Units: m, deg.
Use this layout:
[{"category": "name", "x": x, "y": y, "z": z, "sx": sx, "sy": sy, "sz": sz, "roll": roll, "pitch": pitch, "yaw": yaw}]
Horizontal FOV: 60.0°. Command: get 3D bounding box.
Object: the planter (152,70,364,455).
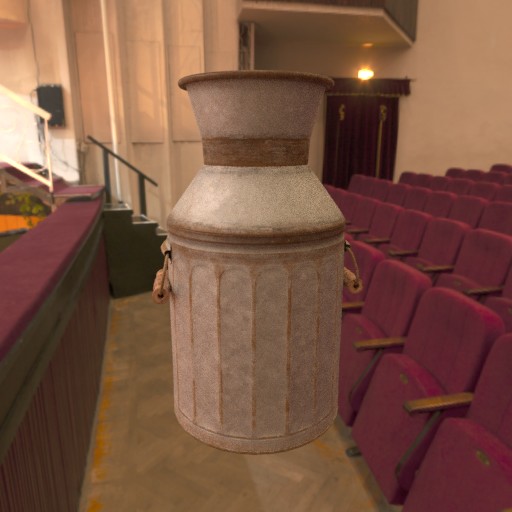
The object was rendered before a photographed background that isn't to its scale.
[{"category": "planter", "x": 0.000, "y": 0.000, "z": 0.537, "sx": 0.245, "sy": 0.396, "sz": 0.214, "roll": -2, "pitch": 15, "yaw": -9}]
